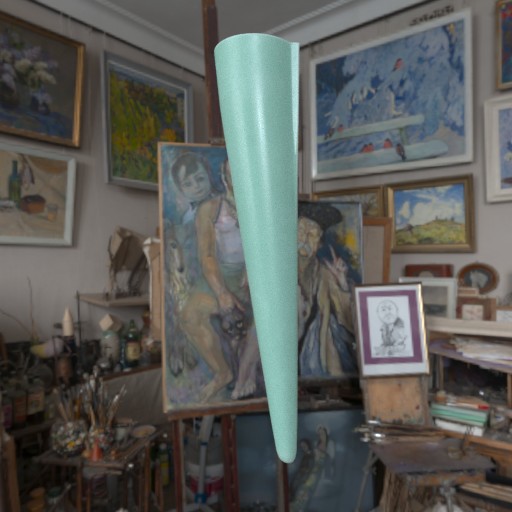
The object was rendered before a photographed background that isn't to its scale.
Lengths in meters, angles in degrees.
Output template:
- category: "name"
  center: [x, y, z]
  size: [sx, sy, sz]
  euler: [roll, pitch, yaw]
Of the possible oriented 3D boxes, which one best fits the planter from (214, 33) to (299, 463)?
- category: "planter"
  center: [0.000, 0.000, 0.291]
  size: [0.055, 0.268, 0.054]
  euler: [0, -1, 1]
